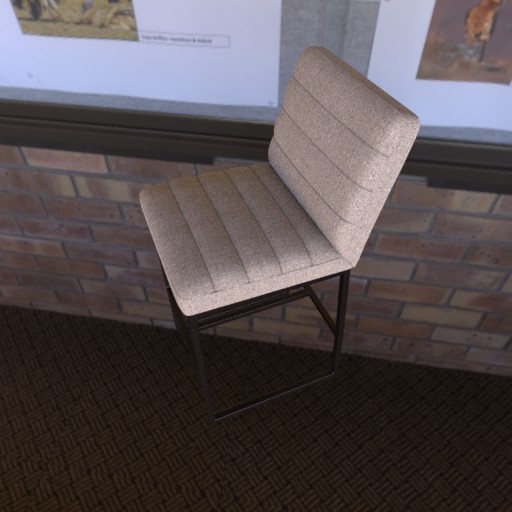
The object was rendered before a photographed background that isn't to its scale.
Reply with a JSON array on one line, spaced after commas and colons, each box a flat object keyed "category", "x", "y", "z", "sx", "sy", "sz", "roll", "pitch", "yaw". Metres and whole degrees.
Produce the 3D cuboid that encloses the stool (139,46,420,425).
[{"category": "stool", "x": 0.000, "y": 0.000, "z": 1.348, "sx": 0.571, "sy": 1.034, "sz": 0.459, "roll": -16, "pitch": 48, "yaw": -16}]
